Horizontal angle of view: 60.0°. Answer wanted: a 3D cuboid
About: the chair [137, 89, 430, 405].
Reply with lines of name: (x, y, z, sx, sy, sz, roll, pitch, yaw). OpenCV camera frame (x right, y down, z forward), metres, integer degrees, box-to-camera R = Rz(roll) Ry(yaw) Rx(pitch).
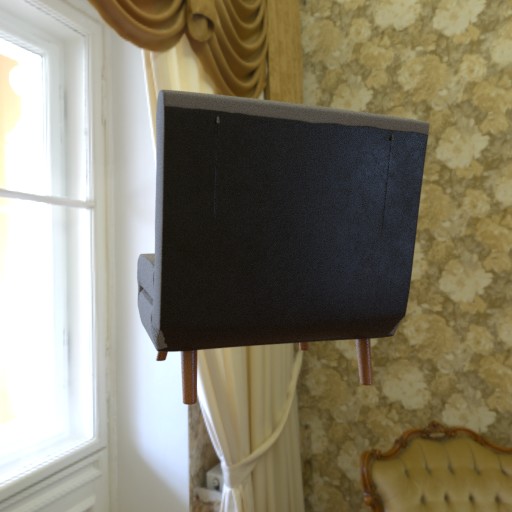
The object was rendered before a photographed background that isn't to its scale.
chair: (0.000, 0.000, 1.553, 0.770, 0.808, 0.902, 0, 0, -19)
